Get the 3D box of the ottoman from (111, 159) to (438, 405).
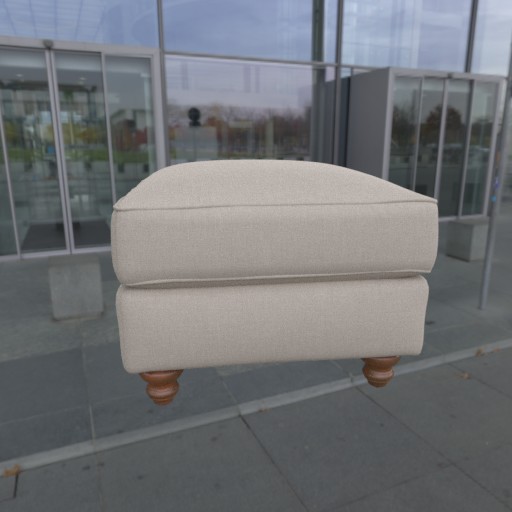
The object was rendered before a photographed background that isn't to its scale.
[{"bbox_3d":[0.000,0.000,1.190,0.662,0.505,0.716,-2,14,-8],"label":"ottoman"}]
